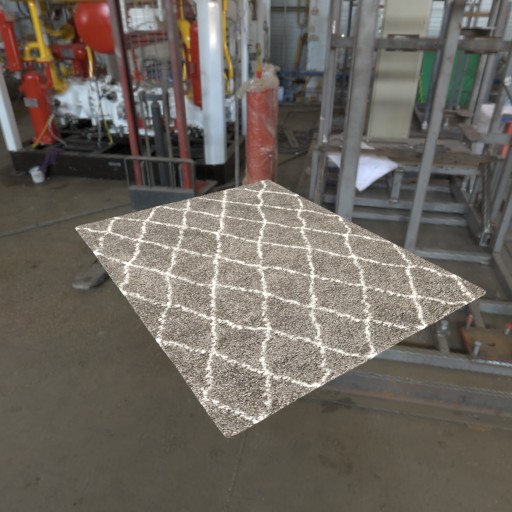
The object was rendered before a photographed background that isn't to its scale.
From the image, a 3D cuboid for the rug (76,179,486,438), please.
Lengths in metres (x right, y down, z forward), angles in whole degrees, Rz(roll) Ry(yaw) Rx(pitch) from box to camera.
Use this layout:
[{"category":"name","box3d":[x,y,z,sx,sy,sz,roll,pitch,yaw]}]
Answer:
[{"category":"rug","box3d":[0.000,0.000,4.059,2.438,0.029,3.047,-19,35,-29]}]
